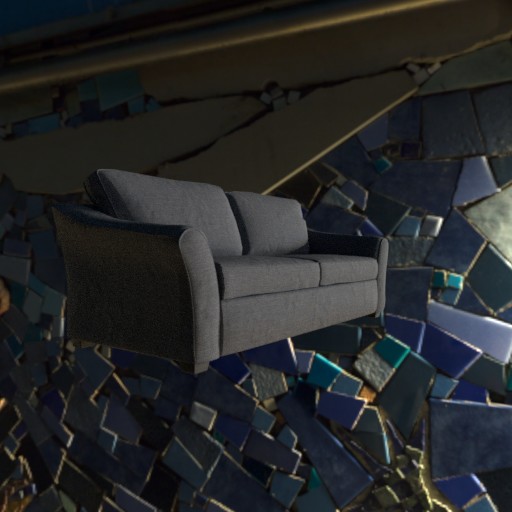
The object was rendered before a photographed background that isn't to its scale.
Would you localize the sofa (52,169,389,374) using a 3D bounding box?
[{"bbox_3d":[0.000,0.000,2.876,0.971,0.950,2.270,1,1,37],"label":"sofa"}]
